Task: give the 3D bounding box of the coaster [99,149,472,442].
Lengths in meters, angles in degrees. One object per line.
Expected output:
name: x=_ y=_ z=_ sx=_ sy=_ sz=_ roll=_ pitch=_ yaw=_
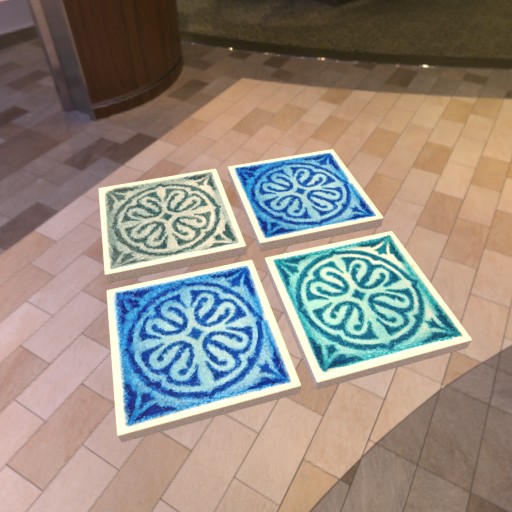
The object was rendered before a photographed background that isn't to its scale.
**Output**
coaster: x=0.000 y=0.000 z=0.327 sx=0.214 sy=0.010 sz=0.219 roll=-12 pitch=47 yaw=-11
